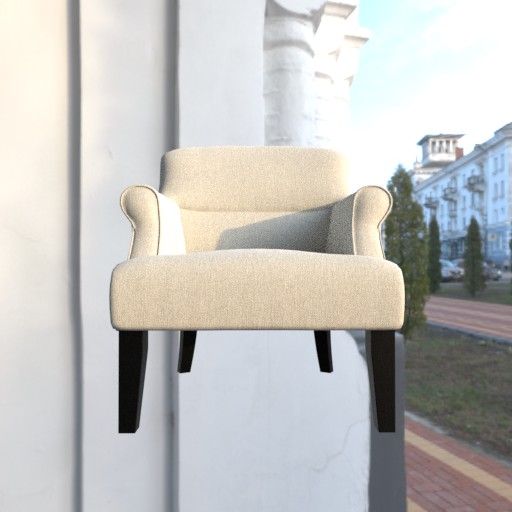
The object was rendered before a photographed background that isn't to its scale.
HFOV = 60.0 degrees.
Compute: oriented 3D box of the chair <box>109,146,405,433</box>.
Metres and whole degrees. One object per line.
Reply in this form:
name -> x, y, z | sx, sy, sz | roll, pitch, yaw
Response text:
chair -> 0.000, 0.000, 1.430 | 0.781, 0.875, 0.750 | 0, -1, -1
